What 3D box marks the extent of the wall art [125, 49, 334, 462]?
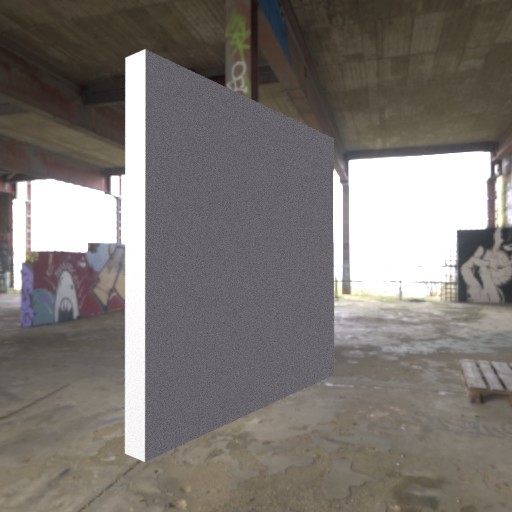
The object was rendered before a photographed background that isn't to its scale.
[{"bbox_3d":[0.000,0.000,0.531,0.027,0.355,0.355,0,0,37],"label":"wall art"}]
